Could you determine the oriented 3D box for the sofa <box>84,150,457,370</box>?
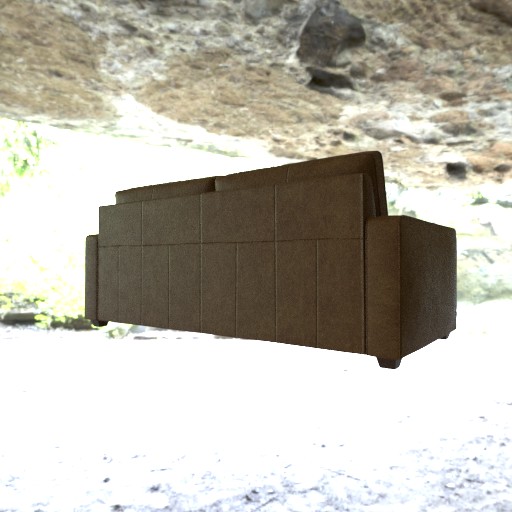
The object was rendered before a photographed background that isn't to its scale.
[{"bbox_3d":[0.000,0.000,2.715,2.156,0.928,0.991,-1,-1,36],"label":"sofa"}]
